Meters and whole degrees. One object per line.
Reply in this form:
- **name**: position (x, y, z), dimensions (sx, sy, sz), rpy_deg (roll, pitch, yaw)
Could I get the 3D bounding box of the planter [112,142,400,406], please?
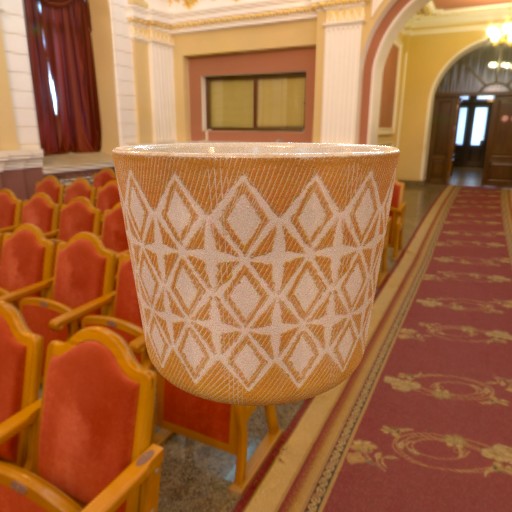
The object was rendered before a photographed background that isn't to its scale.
- **planter**: position (0.000, 0.000, 0.218), dimensions (0.126, 0.104, 0.126), rpy_deg (0, 16, 0)
